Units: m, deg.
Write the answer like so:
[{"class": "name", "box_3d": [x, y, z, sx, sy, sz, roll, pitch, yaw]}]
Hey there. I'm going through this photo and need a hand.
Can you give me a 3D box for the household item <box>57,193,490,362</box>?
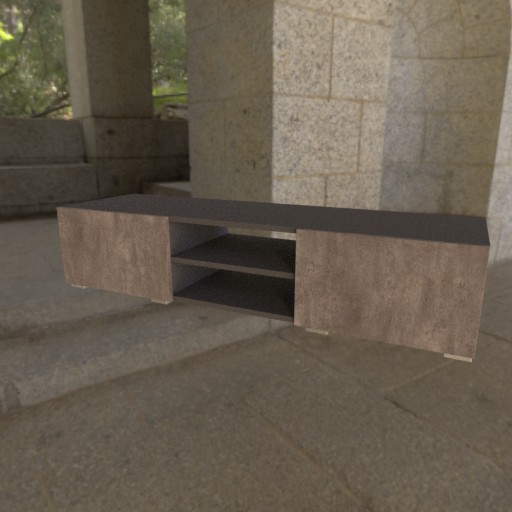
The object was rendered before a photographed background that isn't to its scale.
[{"class": "household item", "box_3d": [0.000, 0.000, 1.539, 1.400, 0.310, 0.420, 7, 17, 24]}]
